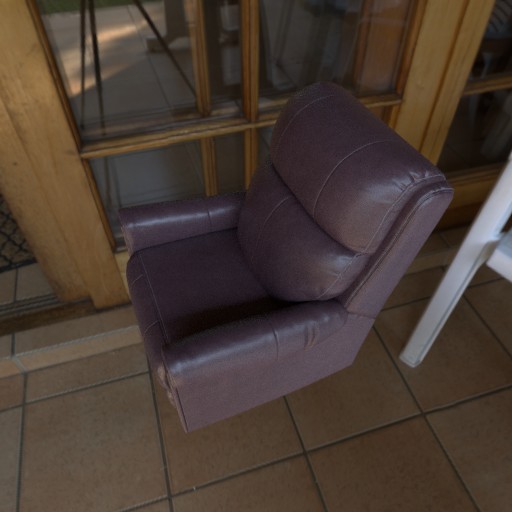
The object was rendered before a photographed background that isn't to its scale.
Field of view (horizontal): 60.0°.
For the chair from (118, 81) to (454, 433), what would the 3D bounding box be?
[{"bbox_3d":[0.000,0.000,1.752,1.014,1.054,0.838,-17,49,-15],"label":"chair"}]
